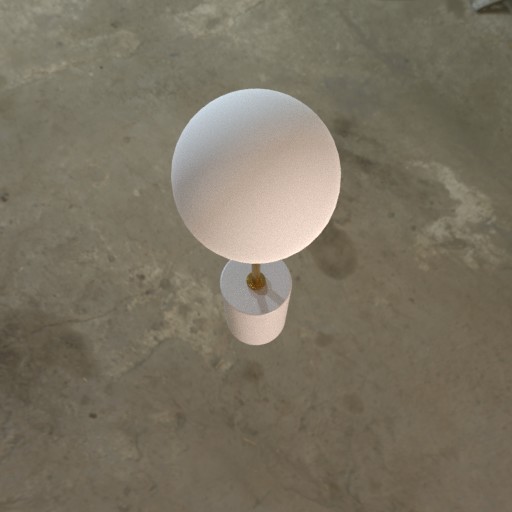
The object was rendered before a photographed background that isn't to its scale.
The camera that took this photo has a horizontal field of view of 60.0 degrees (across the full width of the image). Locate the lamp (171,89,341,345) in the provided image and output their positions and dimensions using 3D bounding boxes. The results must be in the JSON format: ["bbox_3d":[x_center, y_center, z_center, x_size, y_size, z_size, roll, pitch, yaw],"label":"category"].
[{"bbox_3d":[0.000,0.000,0.553,0.153,0.480,0.153,0,64,0],"label":"lamp"}]
